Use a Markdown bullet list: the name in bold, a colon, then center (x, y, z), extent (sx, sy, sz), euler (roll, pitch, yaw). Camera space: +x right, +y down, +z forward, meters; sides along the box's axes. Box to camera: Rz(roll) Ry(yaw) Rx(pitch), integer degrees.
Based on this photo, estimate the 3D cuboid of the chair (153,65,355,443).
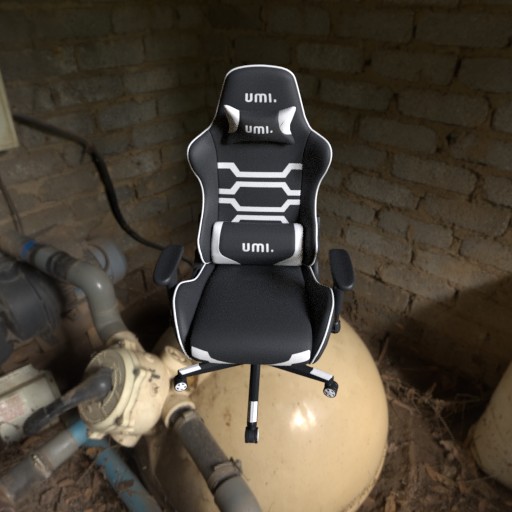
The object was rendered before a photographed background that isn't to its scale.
- **chair**: center (0.000, 0.000, 1.622), extent (0.700, 1.240, 0.700), euler (2, 31, 3)
